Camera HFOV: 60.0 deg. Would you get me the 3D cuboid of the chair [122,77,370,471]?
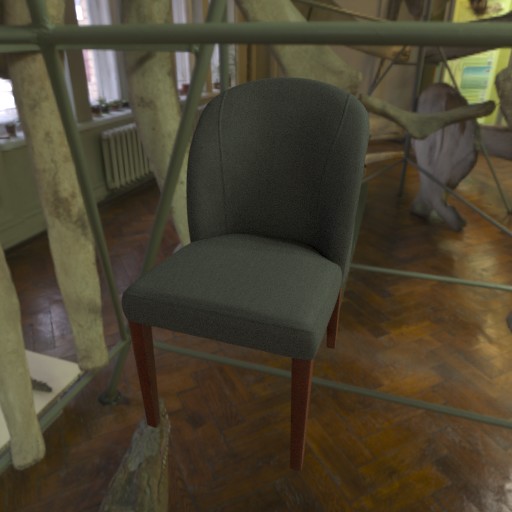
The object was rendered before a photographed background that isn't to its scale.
[{"bbox_3d":[0.000,0.000,1.231,0.506,0.879,0.619,9,28,17],"label":"chair"}]
